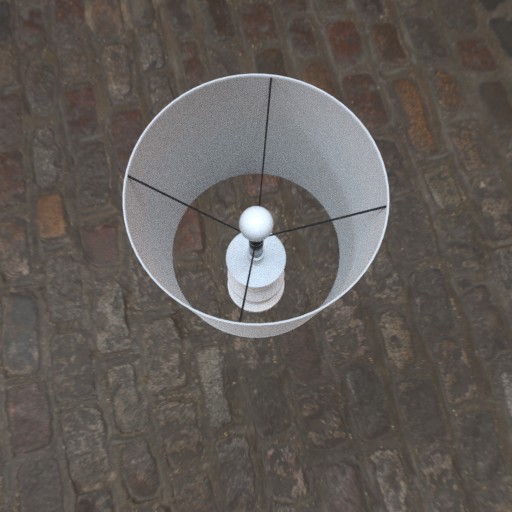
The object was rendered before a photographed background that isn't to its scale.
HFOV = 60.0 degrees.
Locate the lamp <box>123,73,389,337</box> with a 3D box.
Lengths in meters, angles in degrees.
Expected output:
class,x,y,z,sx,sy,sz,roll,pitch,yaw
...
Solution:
class,x,y,z,sx,sy,sz,roll,pitch,yaw
lamp,0.000,0.000,0.569,0.208,0.455,0.208,-13,77,-3
